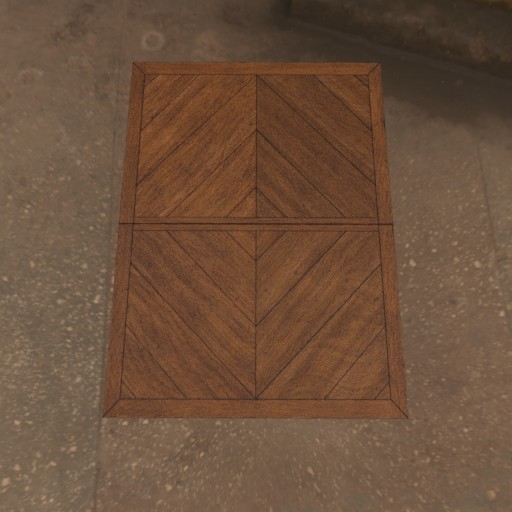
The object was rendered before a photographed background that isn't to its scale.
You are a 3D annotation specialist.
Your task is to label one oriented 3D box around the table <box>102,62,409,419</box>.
[{"bbox_3d":[0.000,0.000,1.591,0.757,0.760,1.027,0,75,0],"label":"table"}]
